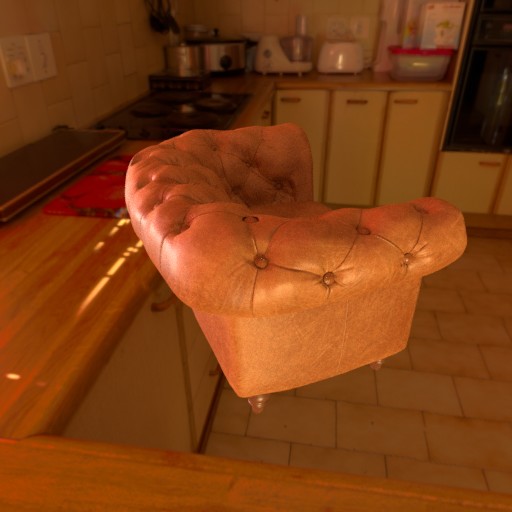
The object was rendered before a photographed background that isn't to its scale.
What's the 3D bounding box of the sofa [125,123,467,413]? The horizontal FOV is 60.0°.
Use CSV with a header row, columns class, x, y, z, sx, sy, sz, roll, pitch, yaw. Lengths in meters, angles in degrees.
class,x,y,z,sx,sy,sz,roll,pitch,yaw
sofa,0.000,0.000,2.008,1.033,0.878,1.405,-11,32,-19
